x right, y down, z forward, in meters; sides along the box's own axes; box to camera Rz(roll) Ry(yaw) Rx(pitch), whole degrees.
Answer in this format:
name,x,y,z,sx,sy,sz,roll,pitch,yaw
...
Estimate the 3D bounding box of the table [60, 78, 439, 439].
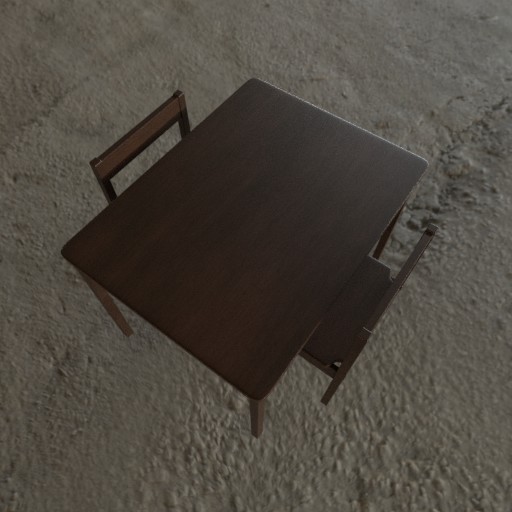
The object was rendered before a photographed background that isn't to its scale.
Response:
name,x,y,z,sx,sy,sz,roll,pitch,yaw
table,0.000,0.000,1.112,0.672,0.503,0.650,32,65,17
